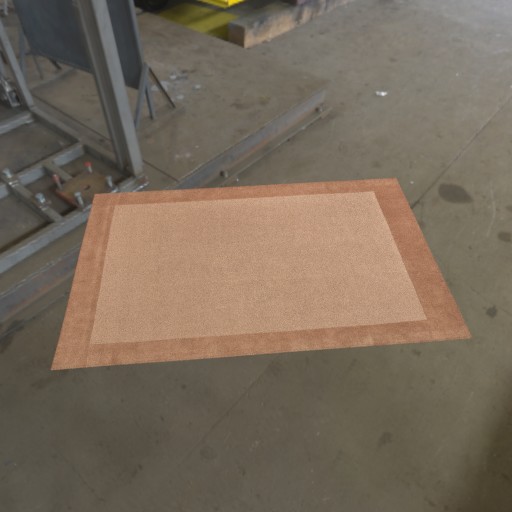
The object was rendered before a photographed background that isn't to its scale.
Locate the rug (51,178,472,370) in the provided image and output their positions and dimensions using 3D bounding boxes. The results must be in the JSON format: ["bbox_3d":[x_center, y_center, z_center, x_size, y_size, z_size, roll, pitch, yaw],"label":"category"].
[{"bbox_3d":[0.000,0.000,3.062,2.438,0.014,1.524,-4,48,-3],"label":"rug"}]
